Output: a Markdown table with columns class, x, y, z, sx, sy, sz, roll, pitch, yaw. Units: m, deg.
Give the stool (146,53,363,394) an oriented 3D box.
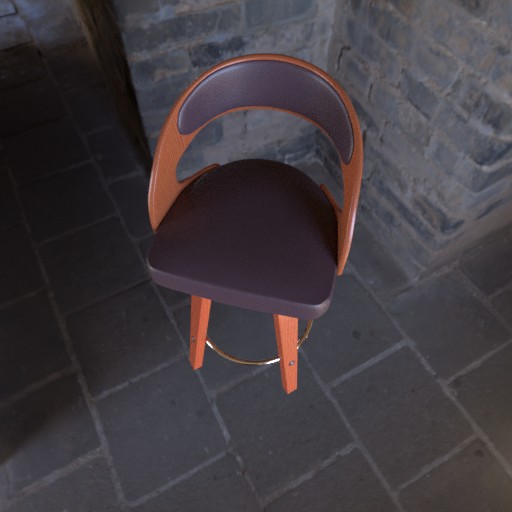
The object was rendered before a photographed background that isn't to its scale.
| class | x | y | z | sx | sy | sz | roll | pitch | yaw |
| --- | --- | --- | --- | --- | --- | --- | --- | --- | --- |
| stool | 0.000 | 0.000 | 1.236 | 0.457 | 0.940 | 0.457 | 12 | 59 | 8 |
